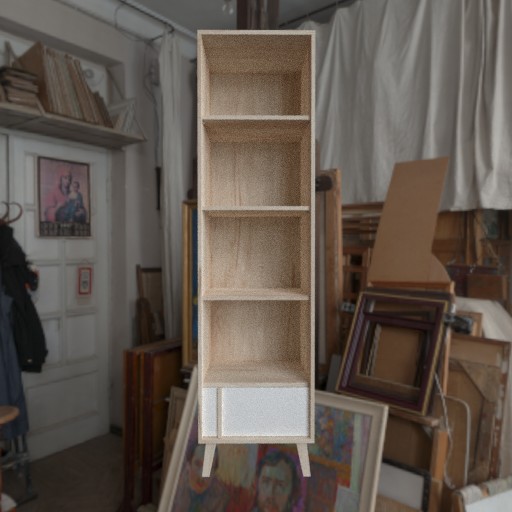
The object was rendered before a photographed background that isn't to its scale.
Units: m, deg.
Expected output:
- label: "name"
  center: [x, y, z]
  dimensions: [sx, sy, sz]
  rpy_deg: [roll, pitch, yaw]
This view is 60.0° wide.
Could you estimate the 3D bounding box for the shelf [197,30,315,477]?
- label: "shelf"
  center: [0.000, 0.000, 2.157]
  dimensions: [0.510, 1.960, 0.450]
  rpy_deg: [0, 1, 0]
